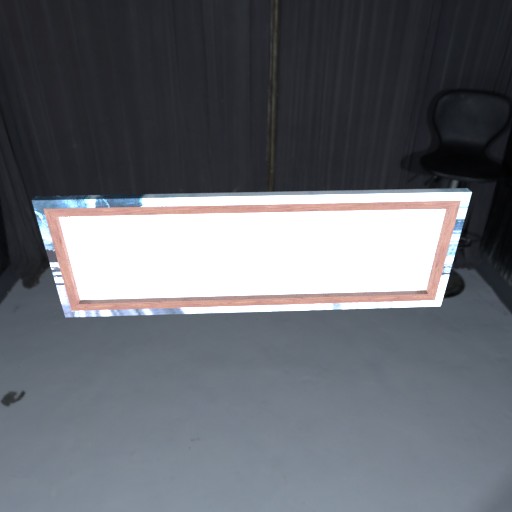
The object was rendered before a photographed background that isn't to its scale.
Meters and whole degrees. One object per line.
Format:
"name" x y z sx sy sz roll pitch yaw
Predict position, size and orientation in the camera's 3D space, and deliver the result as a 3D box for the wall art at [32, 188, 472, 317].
"wall art" 0.000 0.000 1.681 1.524 0.509 0.037 -1 31 -2
